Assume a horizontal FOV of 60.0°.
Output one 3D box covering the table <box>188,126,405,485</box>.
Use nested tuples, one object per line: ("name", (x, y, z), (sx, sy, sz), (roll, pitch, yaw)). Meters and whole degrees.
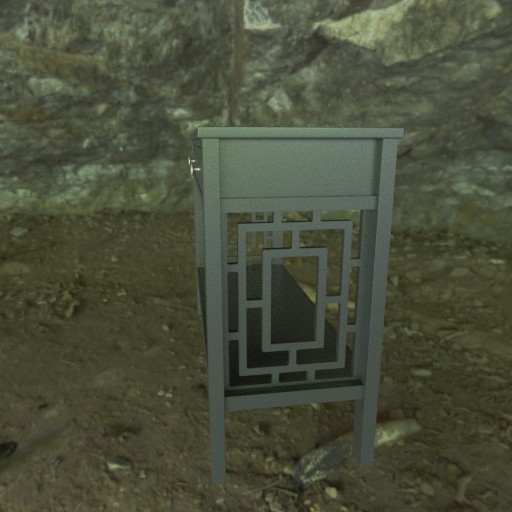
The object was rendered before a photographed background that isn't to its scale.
("table", (0.000, 0.000, 1.404), (0.397, 0.753, 1.068), (-2, 15, -9))
